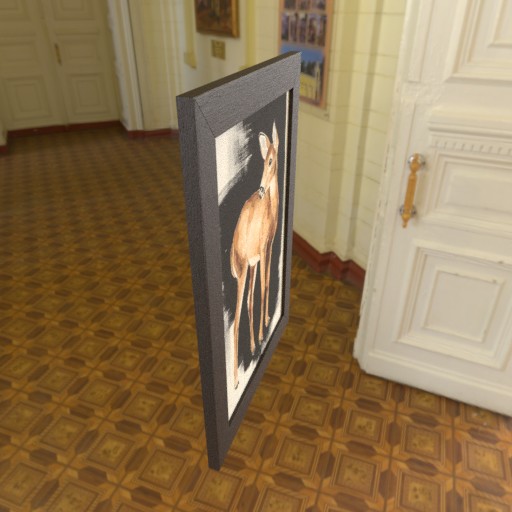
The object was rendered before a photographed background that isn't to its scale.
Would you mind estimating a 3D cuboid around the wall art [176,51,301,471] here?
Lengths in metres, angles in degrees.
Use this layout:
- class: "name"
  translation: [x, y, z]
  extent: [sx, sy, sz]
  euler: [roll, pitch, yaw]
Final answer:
- class: "wall art"
  translation: [0.000, 0.000, 0.650]
  extent: [0.017, 0.513, 0.359]
  euler: [10, 32, 17]
